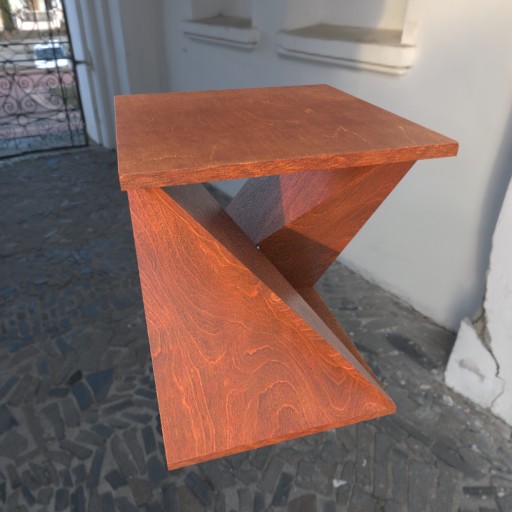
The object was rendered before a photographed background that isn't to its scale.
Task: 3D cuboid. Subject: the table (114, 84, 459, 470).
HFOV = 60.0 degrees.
[{"bbox_3d":[0.000,0.000,0.833,0.427,0.520,0.427,-8,32,-14],"label":"table"}]
